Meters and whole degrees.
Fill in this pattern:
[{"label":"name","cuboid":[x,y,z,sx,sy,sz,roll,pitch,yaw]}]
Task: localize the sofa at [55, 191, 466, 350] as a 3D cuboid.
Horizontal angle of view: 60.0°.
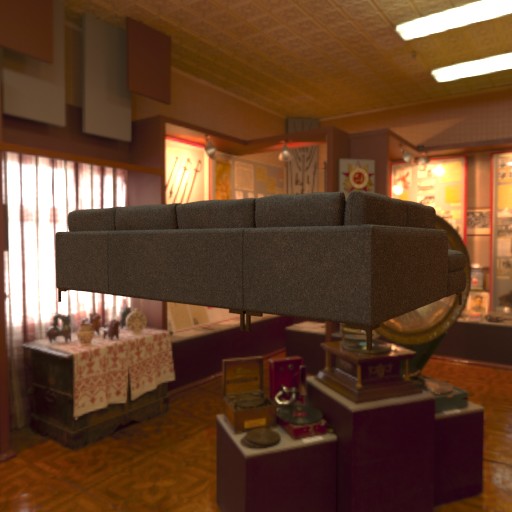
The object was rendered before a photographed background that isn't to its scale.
[{"label":"sofa","cuboid":[0.000,0.000,3.802,2.956,0.813,2.007,1,3,37]}]
